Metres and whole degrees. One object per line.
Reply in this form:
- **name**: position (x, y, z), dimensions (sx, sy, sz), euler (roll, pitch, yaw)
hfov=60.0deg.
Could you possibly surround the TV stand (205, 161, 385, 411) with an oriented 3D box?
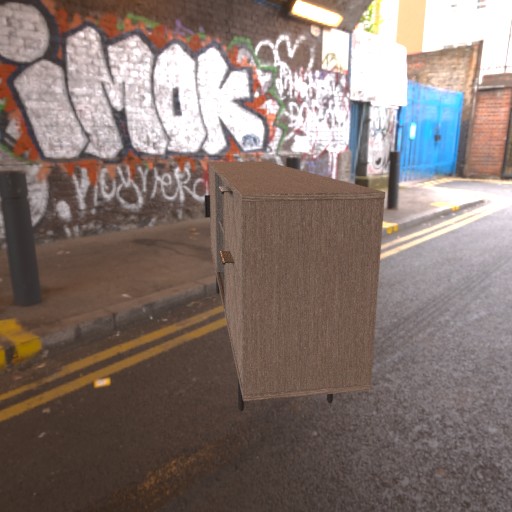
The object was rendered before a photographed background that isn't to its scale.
- **TV stand**: position (0.000, 0.000, 2.074), dimensions (0.405, 0.787, 1.804), euler (-2, 15, -8)
